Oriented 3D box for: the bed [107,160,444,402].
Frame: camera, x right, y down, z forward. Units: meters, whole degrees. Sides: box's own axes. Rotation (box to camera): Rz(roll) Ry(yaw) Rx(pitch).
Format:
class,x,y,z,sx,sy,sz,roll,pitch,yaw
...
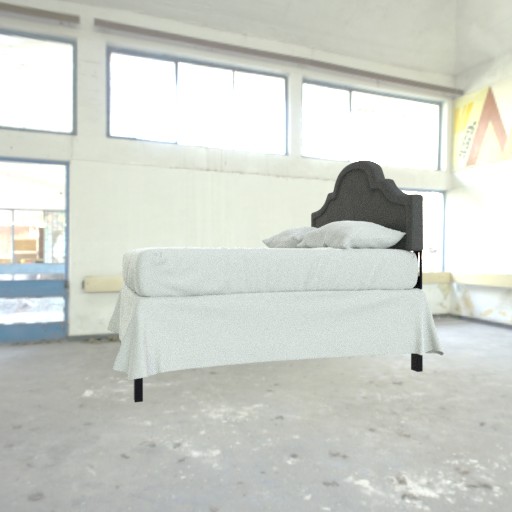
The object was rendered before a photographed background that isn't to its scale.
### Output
class,x,y,z,sx,sy,sz,roll,pitch,yaw
bed,0.000,0.000,3.535,2.222,1.634,1.780,0,0,-20
